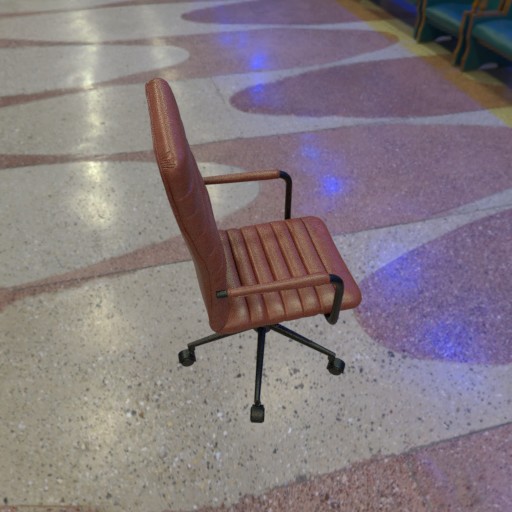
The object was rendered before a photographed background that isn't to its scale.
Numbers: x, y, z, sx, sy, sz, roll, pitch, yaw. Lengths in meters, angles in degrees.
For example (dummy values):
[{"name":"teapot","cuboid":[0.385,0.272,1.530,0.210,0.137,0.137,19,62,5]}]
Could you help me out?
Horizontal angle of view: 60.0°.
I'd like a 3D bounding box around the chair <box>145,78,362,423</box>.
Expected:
[{"name":"chair","cuboid":[0.000,0.000,1.332,0.580,0.979,0.608,-10,46,-9]}]
